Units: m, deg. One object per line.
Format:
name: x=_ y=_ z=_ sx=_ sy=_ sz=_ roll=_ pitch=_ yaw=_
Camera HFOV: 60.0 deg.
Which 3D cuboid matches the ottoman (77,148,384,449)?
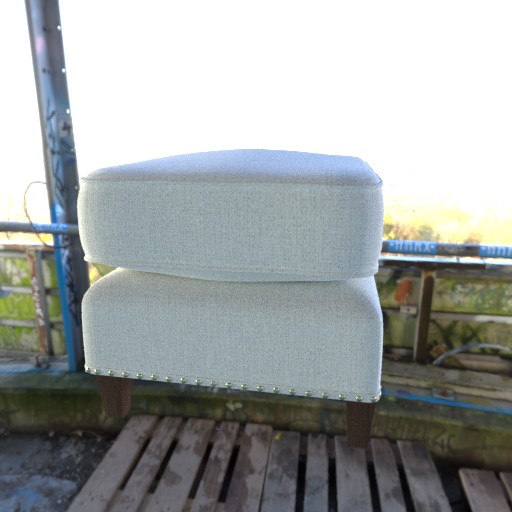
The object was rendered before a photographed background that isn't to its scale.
ottoman: x=0.000 y=0.000 z=1.135 sx=0.589 sy=0.537 sz=0.738 roll=3 pitch=16 yaw=10
